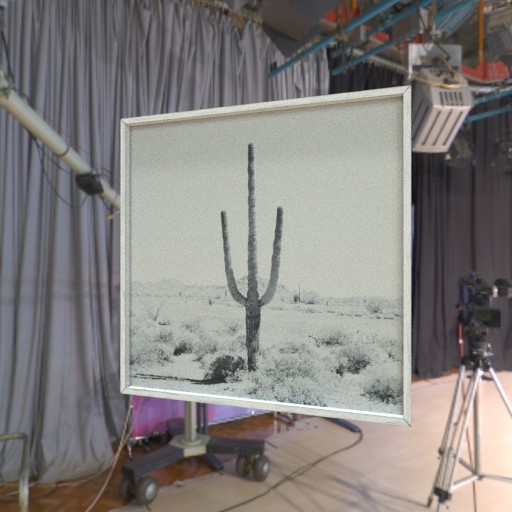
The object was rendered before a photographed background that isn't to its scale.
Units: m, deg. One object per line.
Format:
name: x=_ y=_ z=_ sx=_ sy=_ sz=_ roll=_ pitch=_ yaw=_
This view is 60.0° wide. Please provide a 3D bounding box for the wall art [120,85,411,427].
wall art: x=0.000 y=0.000 z=0.462 sx=0.305 sy=0.305 sz=0.038 roll=0 pitch=0 yaw=19
